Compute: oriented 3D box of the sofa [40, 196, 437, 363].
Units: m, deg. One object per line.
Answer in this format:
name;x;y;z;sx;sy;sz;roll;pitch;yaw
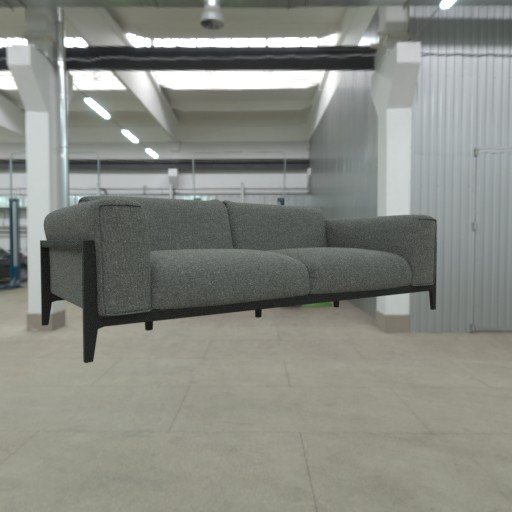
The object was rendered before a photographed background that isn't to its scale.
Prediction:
sofa;0.000;0.000;2.543;2.125;0.703;0.985;-1;2;-35
